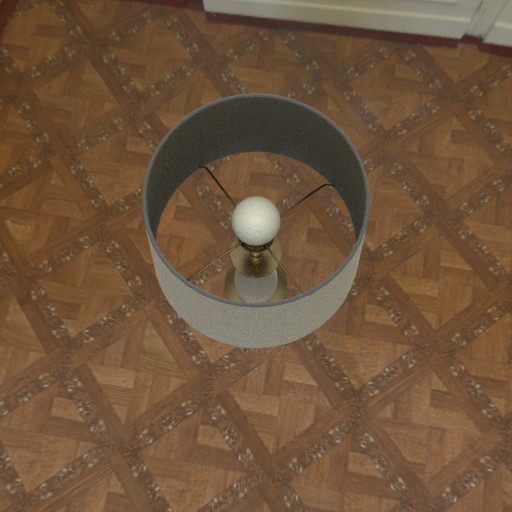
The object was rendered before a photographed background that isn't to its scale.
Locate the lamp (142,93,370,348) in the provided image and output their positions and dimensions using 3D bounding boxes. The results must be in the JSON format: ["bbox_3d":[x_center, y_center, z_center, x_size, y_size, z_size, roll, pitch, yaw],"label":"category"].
[{"bbox_3d":[0.000,0.000,0.739,0.309,0.545,0.309,0,76,0],"label":"lamp"}]
